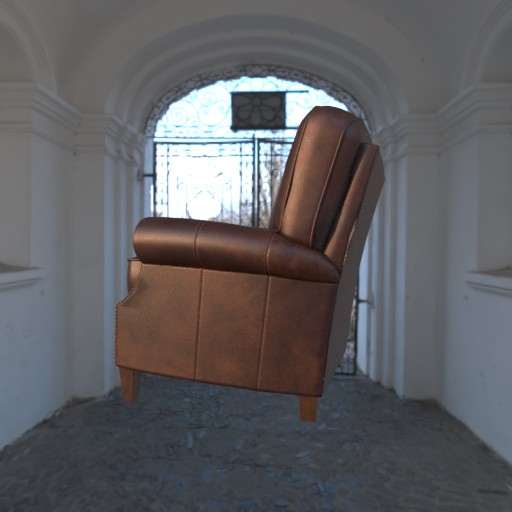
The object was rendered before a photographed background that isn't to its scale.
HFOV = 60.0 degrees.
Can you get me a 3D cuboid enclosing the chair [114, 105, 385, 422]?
[{"bbox_3d":[0.000,0.000,1.794,0.986,1.018,0.936,0,1,18],"label":"chair"}]
